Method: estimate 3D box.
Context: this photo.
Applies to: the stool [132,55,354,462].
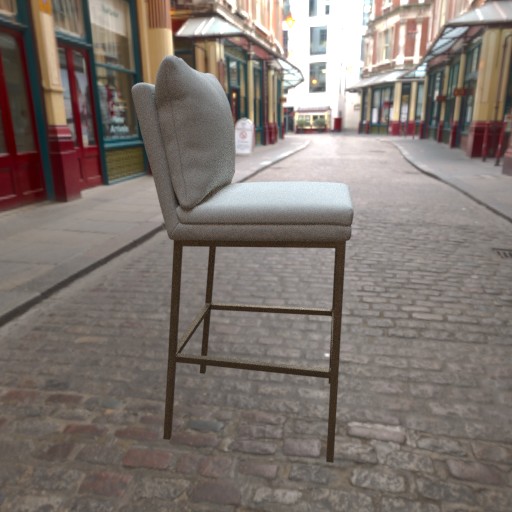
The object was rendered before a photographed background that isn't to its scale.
[{"bbox_3d":[0.000,0.000,1.405,0.572,1.125,0.463,3,16,9],"label":"stool"}]
